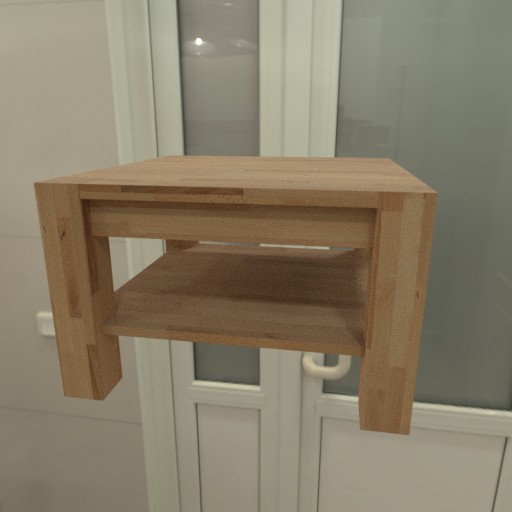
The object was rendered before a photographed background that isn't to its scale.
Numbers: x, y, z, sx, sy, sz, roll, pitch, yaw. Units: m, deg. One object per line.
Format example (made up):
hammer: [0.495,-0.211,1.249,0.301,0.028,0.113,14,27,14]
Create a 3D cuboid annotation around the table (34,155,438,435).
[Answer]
table: [0.000,0.000,1.143,0.700,0.451,0.700,3,17,10]
